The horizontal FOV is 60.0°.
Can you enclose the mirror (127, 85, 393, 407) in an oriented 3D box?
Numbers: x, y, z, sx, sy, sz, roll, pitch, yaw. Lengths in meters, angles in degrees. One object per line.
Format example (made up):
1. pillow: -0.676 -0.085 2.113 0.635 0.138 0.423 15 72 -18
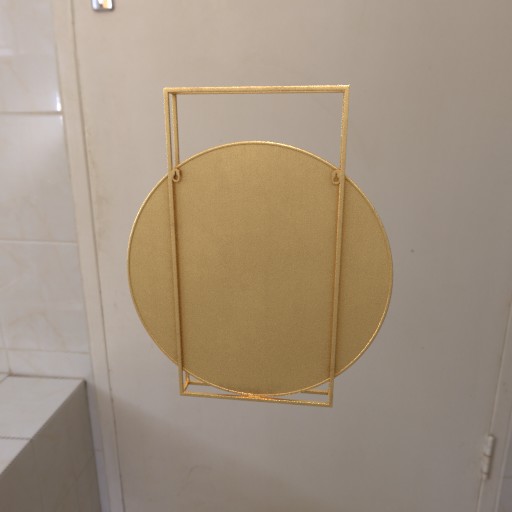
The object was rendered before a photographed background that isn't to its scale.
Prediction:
1. mirror: 0.000 0.000 0.848 0.508 0.603 0.051 2 16 7
